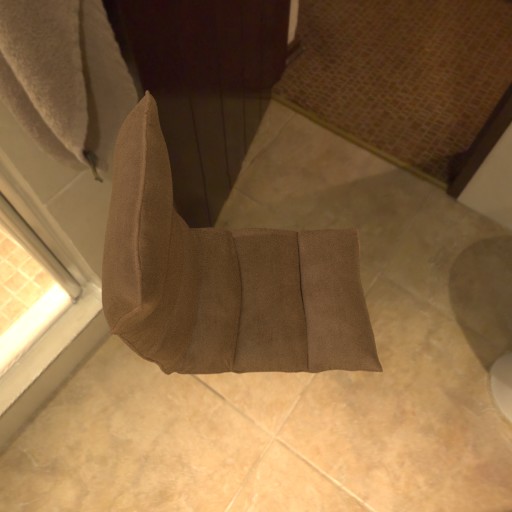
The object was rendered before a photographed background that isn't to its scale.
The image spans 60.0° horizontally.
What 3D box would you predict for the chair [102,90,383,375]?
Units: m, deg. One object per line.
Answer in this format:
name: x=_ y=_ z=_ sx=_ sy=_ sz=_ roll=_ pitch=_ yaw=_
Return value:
chair: x=0.000 y=0.000 z=1.609 sx=0.985 sy=0.892 sz=0.714 roll=-1 pitch=63 yaw=0
